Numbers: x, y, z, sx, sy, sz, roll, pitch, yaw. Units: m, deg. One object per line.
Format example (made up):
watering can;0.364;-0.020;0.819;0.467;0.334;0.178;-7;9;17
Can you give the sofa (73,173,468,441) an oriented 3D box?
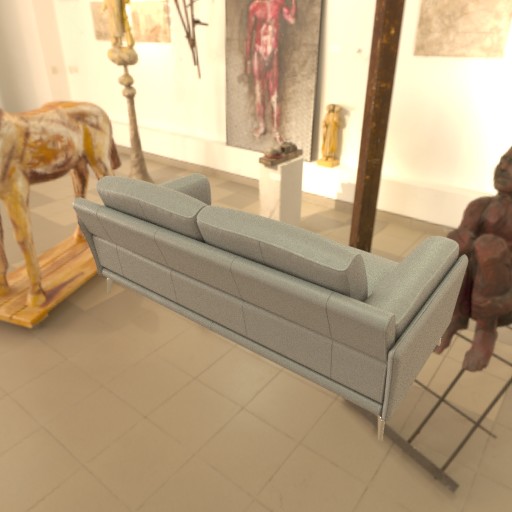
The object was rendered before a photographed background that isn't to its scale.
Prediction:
sofa;0.000;0.000;2.624;2.101;0.930;1.049;20;34;32
